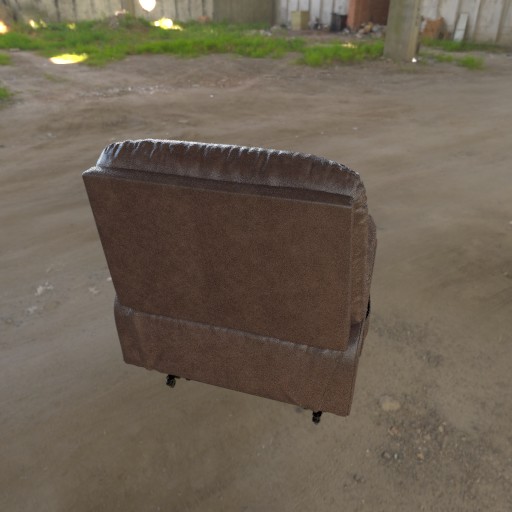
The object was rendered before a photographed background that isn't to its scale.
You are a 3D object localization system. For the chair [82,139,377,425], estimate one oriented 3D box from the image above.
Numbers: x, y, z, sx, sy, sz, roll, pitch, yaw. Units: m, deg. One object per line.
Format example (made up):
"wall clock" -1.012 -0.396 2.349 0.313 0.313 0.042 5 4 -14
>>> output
"chair" 0.000 0.000 1.760 0.940 1.041 0.879 9 31 15
